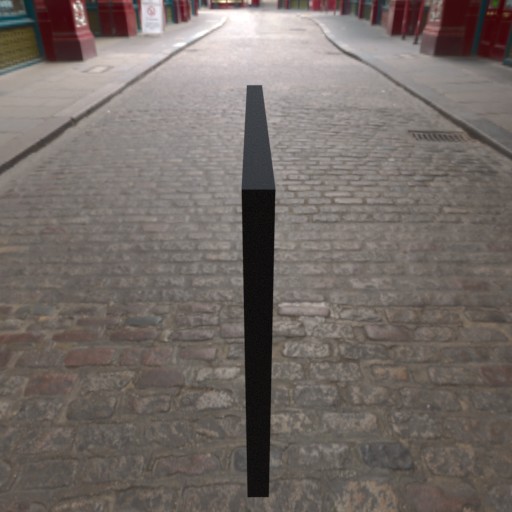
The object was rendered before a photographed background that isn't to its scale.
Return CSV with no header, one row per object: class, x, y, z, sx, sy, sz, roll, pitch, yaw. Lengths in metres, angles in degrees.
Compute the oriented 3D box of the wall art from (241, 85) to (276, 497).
wall art,0.000,0.000,0.747,0.031,0.457,0.558,0,30,0
